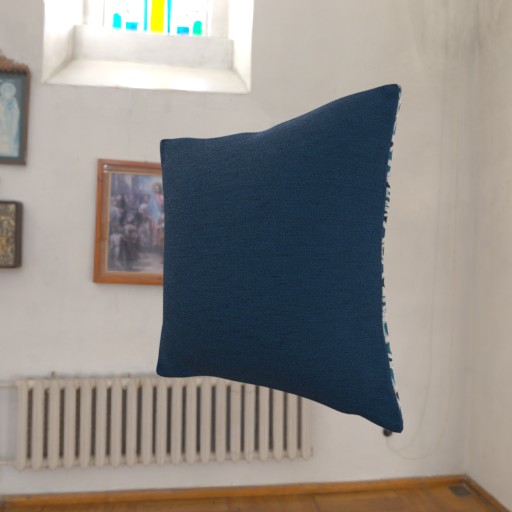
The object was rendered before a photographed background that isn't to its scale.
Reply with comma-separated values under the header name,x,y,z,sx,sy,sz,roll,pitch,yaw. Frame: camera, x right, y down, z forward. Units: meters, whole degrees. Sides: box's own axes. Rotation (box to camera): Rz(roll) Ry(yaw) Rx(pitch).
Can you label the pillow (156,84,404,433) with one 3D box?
name,x,y,z,sx,sy,sz,roll,pitch,yaw
pillow,0.000,0.000,0.657,0.440,0.420,0.145,-1,-1,38
